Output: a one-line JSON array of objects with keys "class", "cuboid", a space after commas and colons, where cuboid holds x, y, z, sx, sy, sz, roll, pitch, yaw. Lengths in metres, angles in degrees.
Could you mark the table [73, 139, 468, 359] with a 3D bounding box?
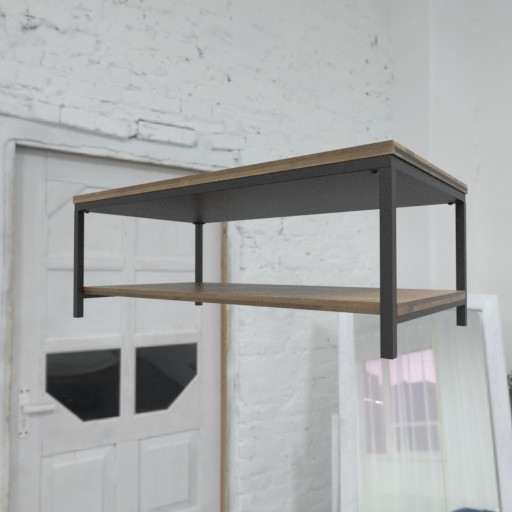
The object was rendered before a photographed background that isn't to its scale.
[{"class": "table", "cuboid": [0.000, 0.000, 1.340, 1.062, 0.393, 0.574, -1, -2, 38]}]
